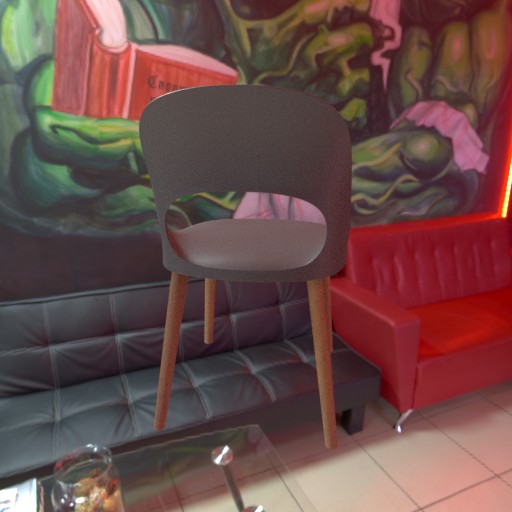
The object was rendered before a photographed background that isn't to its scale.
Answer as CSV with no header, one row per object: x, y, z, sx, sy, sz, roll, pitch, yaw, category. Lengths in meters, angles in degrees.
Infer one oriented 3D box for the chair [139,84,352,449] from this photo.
0.000,0.000,1.158,0.470,0.795,0.556,3,17,8,chair
